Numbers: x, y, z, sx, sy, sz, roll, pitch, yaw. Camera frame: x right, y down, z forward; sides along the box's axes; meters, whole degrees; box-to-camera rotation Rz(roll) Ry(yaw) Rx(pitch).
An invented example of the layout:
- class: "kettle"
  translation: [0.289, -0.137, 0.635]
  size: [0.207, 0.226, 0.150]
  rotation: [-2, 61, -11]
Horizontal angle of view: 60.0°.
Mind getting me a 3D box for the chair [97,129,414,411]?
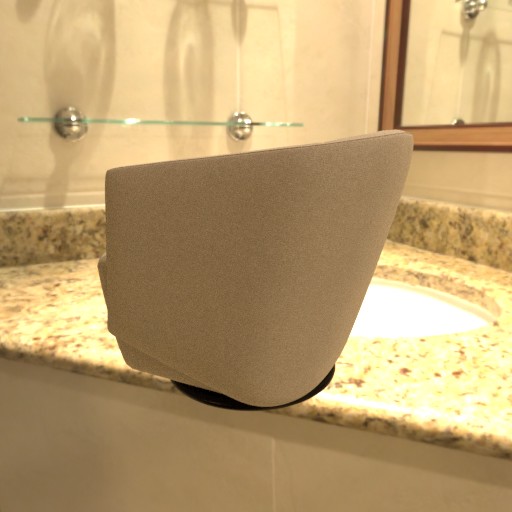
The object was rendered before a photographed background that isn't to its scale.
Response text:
- class: "chair"
  translation: [0.000, 0.000, 1.586]
  size: [0.986, 0.861, 0.822]
  rotation: [7, 16, 26]
